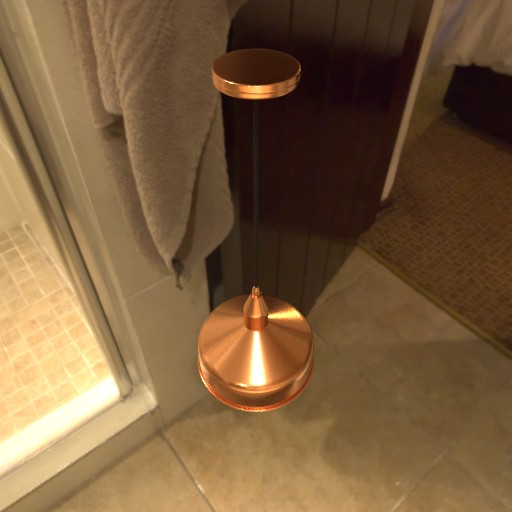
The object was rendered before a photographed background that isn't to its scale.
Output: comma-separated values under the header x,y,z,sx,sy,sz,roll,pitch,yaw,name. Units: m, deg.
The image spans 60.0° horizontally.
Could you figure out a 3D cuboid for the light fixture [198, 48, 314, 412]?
x,y,z,sx,sy,sz,roll,pitch,yaw,name
0.000,0.000,0.883,0.301,0.754,0.301,10,47,10,light fixture
